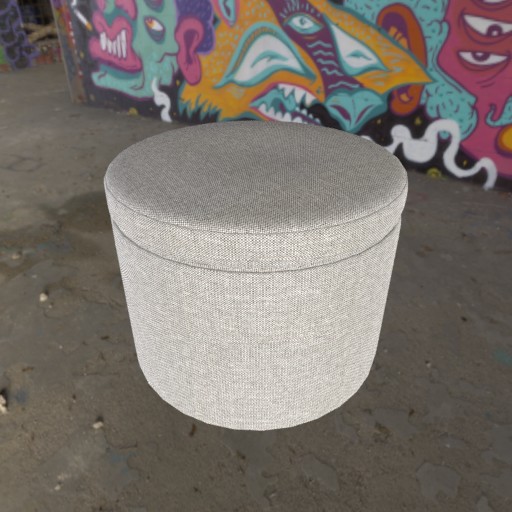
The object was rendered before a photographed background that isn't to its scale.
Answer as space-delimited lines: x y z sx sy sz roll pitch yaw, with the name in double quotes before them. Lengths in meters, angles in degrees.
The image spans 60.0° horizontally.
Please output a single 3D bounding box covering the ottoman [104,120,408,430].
"ottoman" 0.000 0.000 0.851 0.500 0.419 0.500 0 32 0
